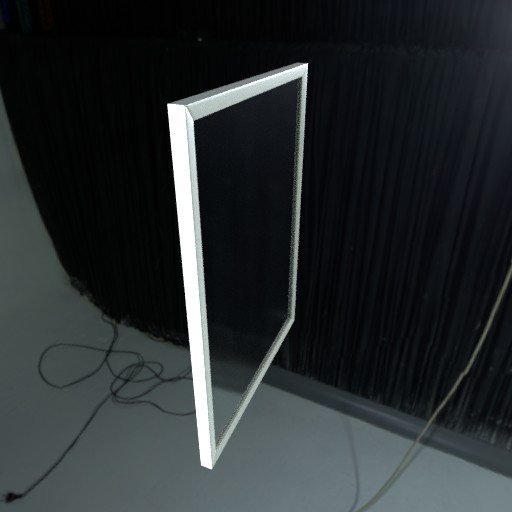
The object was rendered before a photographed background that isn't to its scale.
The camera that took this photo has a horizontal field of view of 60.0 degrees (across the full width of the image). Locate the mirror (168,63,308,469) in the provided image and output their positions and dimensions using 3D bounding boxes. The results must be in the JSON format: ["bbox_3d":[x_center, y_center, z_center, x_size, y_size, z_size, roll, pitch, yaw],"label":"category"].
[{"bbox_3d":[0.000,0.000,1.352,0.040,1.016,0.762,11,31,20],"label":"mirror"}]
